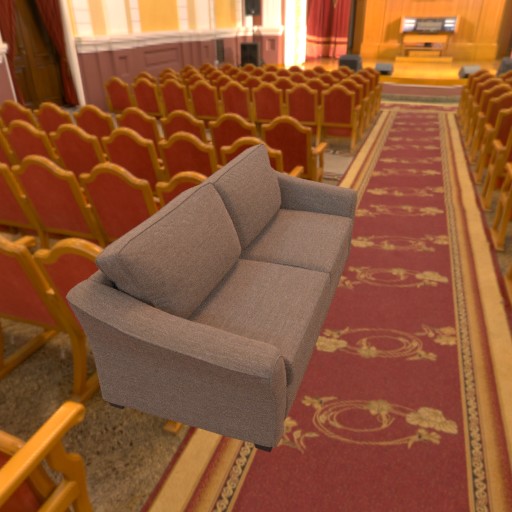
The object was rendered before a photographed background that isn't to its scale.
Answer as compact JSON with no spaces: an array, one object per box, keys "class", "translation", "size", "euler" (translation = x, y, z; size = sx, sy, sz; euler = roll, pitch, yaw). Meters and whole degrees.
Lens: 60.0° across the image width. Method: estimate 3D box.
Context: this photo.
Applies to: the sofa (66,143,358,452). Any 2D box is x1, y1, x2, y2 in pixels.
[{"class":"sofa","translation":[0.000,0.000,2.830],"size":[0.980,0.965,2.270],"euler":[10,30,17]}]
